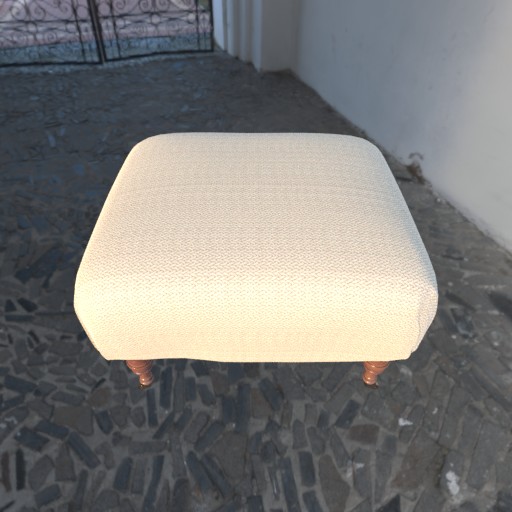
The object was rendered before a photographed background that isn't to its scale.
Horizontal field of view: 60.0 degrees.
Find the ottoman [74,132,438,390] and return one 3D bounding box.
[{"bbox_3d":[0.000,0.000,1.083,0.684,0.447,0.622,0,41,0],"label":"ottoman"}]
